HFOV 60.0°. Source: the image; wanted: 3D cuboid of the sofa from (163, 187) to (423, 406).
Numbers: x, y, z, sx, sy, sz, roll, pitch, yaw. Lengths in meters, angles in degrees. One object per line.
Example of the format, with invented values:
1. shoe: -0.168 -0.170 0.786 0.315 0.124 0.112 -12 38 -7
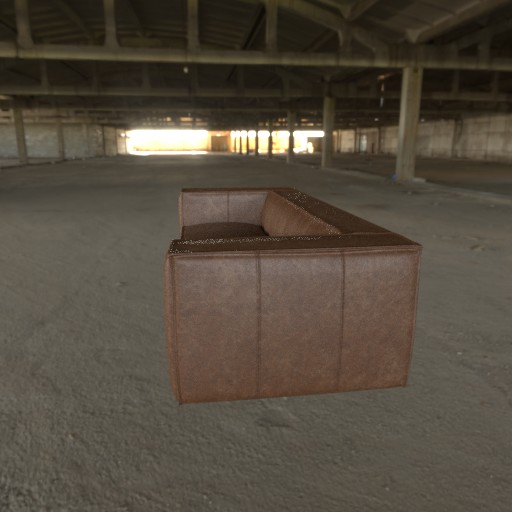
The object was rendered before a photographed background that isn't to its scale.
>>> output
1. sofa: 0.000 0.000 3.033 1.102 0.701 2.581 -2 14 -8
